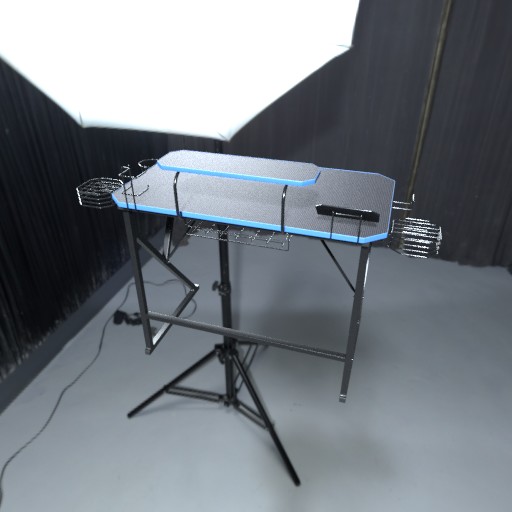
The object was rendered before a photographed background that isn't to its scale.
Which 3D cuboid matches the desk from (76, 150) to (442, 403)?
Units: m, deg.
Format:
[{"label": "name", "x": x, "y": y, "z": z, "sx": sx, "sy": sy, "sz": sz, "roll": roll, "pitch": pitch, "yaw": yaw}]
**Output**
[{"label": "desk", "x": 0.000, "y": 0.000, "z": 1.802, "sx": 1.295, "sy": 0.909, "sz": 0.594, "roll": 10, "pitch": 33, "yaw": 15}]
